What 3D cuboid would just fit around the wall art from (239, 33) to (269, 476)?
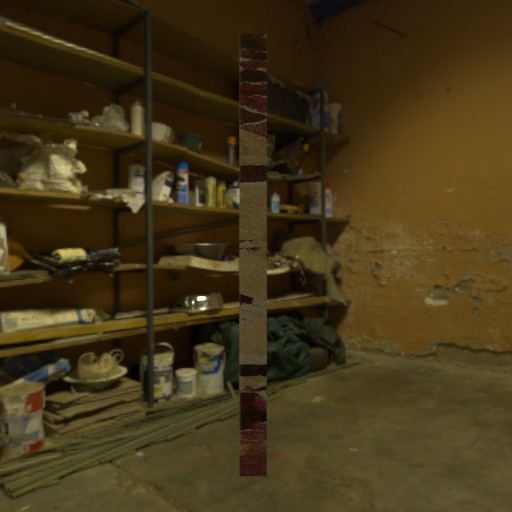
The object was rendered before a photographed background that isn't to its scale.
[{"bbox_3d":[0.000,0.000,0.918,0.041,0.613,0.609,0,-1,0],"label":"wall art"}]
